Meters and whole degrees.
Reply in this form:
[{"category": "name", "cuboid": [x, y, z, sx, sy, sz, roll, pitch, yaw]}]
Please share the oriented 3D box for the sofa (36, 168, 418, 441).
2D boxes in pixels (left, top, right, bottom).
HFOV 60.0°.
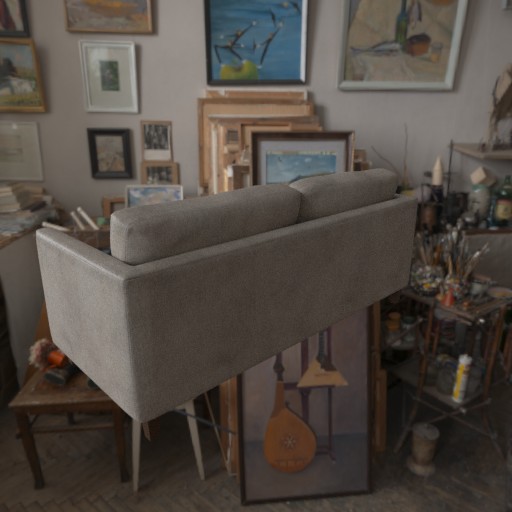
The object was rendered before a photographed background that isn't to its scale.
[{"category": "sofa", "cuboid": [0.000, 0.000, 2.686, 2.208, 0.965, 0.951, -17, 25, -41]}]
